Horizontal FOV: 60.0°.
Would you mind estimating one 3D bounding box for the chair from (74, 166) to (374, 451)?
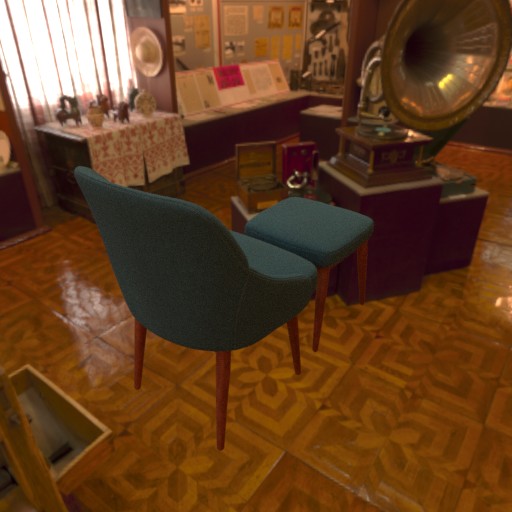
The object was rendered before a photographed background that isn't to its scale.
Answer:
[{"bbox_3d":[0.000,0.000,1.585,0.584,0.866,1.114,21,36,33],"label":"chair"}]
